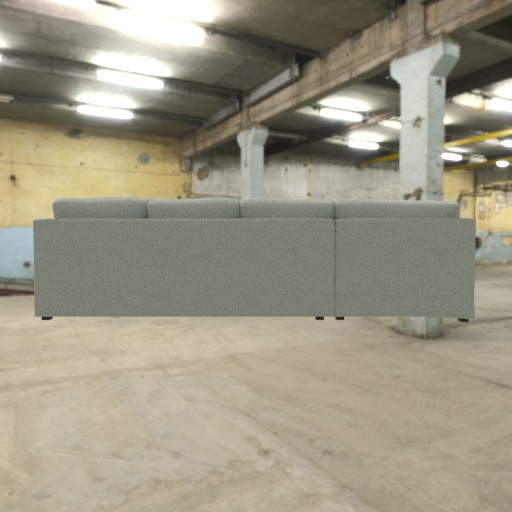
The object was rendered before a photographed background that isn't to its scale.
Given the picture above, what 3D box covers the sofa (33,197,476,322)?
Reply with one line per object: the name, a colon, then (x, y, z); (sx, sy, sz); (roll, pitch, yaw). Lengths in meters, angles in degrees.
sofa: (0.000, 0.000, 3.977); (3.205, 0.922, 1.650); (0, 1, 0)
